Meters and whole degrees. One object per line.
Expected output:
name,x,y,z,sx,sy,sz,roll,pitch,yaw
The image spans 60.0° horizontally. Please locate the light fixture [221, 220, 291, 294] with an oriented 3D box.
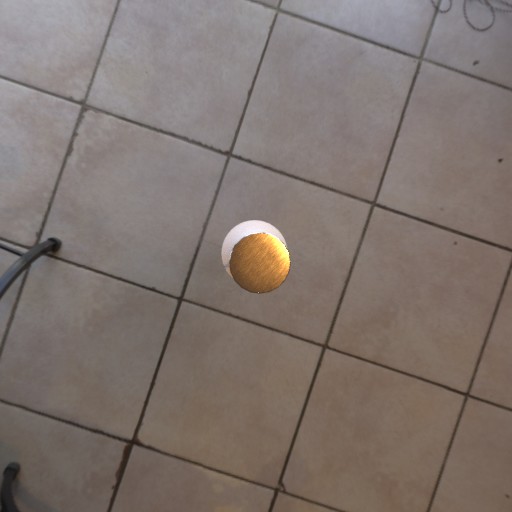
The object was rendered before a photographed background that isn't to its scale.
light fixture,0.000,0.000,1.495,0.324,1.354,0.324,0,91,-1
